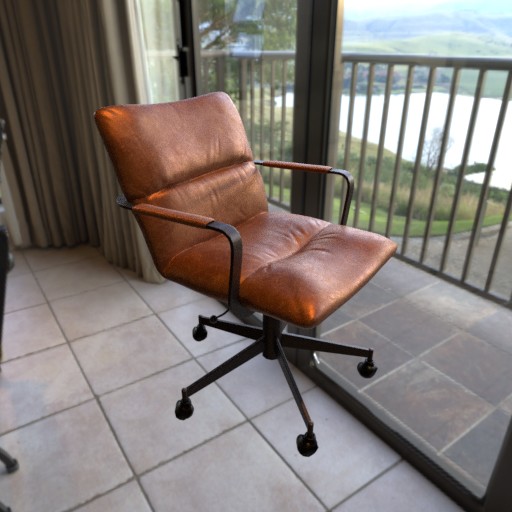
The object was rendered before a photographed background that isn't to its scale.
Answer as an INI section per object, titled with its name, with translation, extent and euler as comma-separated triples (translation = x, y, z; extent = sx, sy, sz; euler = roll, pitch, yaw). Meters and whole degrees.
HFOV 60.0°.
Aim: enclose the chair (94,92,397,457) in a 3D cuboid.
[chair]
translation = 0.000, 0.000, 1.433
extent = 0.754, 0.922, 0.727
euler = 18, 32, 32
